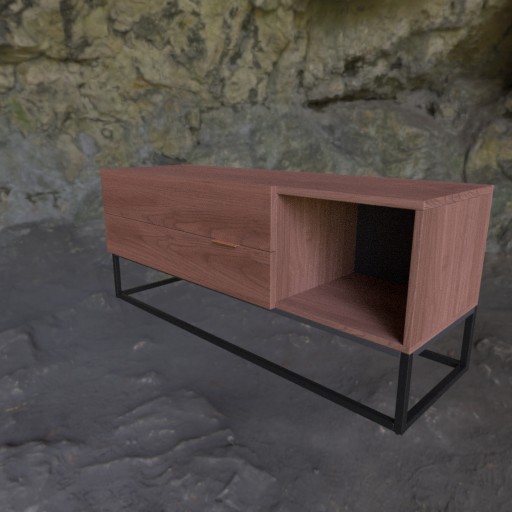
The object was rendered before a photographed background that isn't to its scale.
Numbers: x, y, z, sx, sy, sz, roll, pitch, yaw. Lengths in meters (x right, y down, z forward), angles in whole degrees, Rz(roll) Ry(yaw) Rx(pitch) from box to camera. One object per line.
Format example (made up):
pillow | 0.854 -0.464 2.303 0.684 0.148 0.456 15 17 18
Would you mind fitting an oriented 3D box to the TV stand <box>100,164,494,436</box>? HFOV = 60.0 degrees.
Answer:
TV stand | 0.000 0.000 1.394 1.200 0.500 0.415 14 21 42
